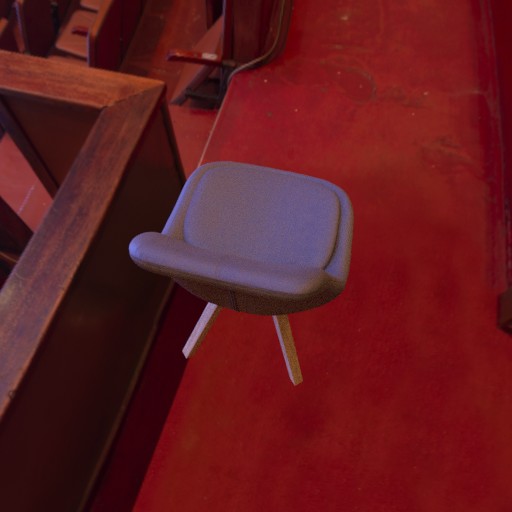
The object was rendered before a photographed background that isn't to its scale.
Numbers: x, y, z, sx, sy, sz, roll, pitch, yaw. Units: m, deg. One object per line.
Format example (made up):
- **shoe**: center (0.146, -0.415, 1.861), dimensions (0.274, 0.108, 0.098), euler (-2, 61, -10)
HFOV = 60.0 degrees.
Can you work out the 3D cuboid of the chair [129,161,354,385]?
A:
- **chair**: center (0.000, 0.000, 1.194), dimensions (0.483, 0.865, 0.547), euler (12, 63, 6)
